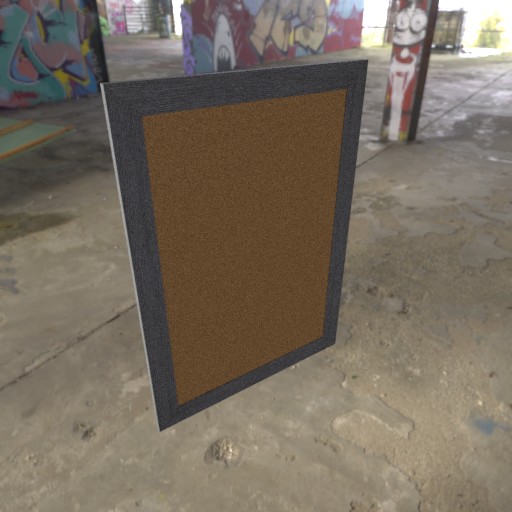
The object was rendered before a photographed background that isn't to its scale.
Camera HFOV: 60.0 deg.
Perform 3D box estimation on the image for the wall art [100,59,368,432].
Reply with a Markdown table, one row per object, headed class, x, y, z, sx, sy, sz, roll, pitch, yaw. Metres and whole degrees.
| class | x | y | z | sx | sy | sz | roll | pitch | yaw |
| --- | --- | --- | --- | --- | --- | --- | --- | --- | --- |
| wall art | 0.000 | 0.000 | 1.369 | 0.768 | 1.070 | 0.020 | -19 | 35 | -29 |
